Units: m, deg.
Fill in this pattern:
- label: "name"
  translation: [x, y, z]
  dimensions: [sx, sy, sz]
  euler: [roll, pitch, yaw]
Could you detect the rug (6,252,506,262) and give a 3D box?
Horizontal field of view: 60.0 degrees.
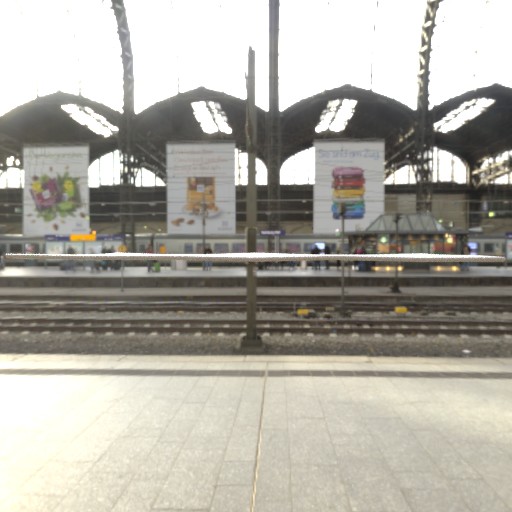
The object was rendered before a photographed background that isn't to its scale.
- label: "rug"
  translation: [0.000, 0.000, 2.231]
  dimensions: [1.829, 0.034, 1.252]
  euler: [0, 0, 1]
